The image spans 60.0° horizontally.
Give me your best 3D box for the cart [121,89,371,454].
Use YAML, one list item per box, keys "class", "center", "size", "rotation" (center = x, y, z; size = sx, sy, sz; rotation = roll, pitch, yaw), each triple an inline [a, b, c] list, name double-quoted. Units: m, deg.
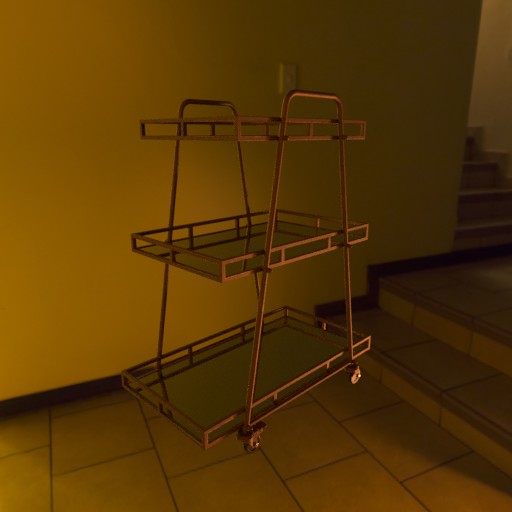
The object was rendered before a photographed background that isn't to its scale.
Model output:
- class: "cart"
  center: [0.000, 0.000, 1.299]
  size: [0.711, 0.883, 0.441]
  rotation: [-15, 21, -43]
